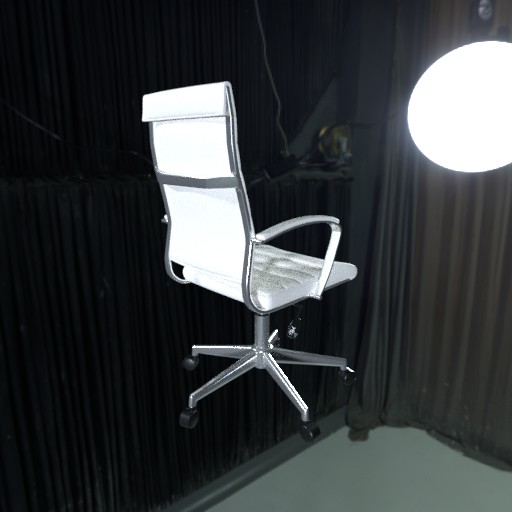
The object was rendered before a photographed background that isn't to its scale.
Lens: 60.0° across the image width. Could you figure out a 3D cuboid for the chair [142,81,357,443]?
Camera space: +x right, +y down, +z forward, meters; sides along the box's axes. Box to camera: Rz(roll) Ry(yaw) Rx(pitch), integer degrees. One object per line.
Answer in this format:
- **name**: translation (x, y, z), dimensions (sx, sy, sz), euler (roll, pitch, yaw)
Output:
- **chair**: translation (0.000, 0.000, 1.687), dimensions (0.739, 1.149, 0.766), euler (-13, 19, -41)
